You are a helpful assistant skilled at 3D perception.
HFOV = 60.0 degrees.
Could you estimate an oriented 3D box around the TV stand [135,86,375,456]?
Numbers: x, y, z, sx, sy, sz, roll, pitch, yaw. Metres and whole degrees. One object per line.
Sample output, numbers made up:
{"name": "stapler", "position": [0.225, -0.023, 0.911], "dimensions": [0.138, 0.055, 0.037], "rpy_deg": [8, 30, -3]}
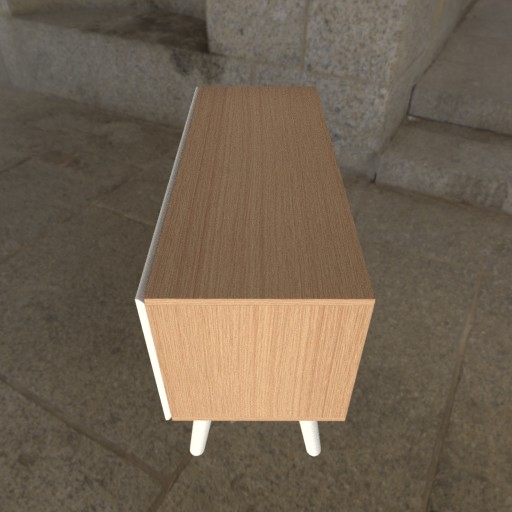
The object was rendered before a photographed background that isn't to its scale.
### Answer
{"name": "TV stand", "position": [0.000, 0.000, 1.337], "dimensions": [0.407, 0.660, 0.991], "rpy_deg": [0, 41, 0]}
